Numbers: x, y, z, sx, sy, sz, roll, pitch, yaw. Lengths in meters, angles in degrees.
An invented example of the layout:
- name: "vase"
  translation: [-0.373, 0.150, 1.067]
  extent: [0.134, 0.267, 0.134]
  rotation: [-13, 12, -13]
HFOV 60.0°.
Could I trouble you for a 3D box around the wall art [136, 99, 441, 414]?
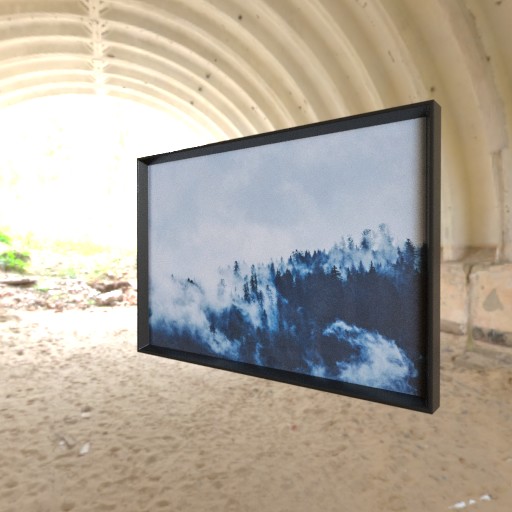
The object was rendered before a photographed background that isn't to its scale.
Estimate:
- name: "wall art"
  translation: [0.000, 0.000, 1.202]
  extent: [0.939, 0.640, 0.058]
  rotation: [0, 1, 37]
